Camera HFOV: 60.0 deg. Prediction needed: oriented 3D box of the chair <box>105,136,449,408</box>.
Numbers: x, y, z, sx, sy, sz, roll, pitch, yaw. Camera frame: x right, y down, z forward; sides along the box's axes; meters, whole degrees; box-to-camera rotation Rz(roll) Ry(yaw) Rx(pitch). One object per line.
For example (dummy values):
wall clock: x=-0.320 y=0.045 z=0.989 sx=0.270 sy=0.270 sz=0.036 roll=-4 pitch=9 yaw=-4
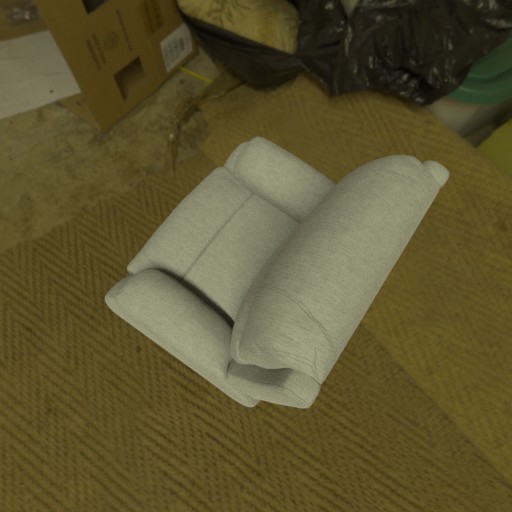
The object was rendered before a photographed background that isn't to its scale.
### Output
chair: x=0.000 y=0.000 z=1.697 sx=0.899 sy=1.011 sz=0.930 roll=32 pitch=68 yaw=14
